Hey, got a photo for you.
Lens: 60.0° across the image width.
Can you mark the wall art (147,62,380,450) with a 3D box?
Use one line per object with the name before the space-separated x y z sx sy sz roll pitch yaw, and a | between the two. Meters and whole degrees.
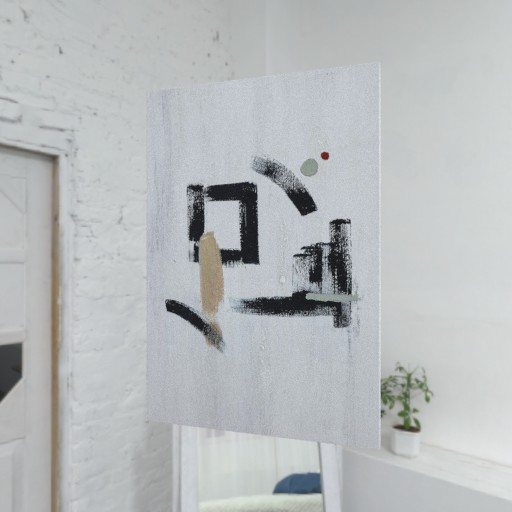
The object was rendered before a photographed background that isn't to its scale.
wall art | 0.000 0.000 1.157 0.624 0.914 0.043 0 0 17
